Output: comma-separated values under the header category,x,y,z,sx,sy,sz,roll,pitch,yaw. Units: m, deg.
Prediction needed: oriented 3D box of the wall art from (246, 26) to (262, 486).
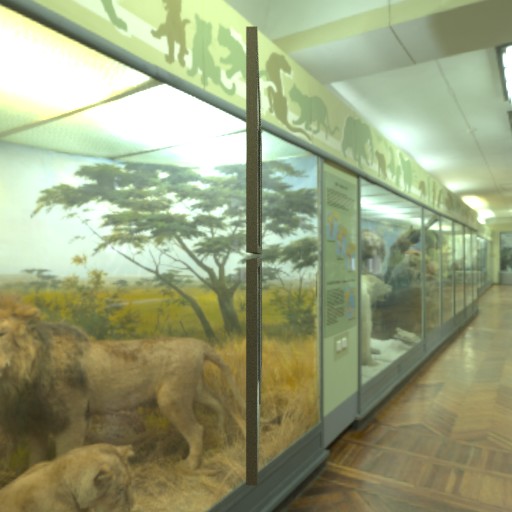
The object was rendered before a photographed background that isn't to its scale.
category,x,y,z,sx,sy,sz,roll,pitch,yaw
wall art,0.000,0.000,1.511,0.030,1.032,1.032,0,0,1
